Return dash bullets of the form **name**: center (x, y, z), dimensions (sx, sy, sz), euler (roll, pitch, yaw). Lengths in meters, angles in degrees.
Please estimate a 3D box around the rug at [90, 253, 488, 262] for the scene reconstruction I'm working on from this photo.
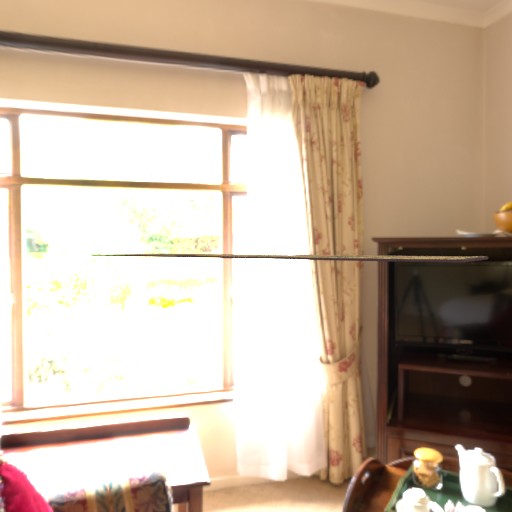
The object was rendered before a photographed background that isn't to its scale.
- **rug**: center (0.000, 0.000, 2.519), dimensions (2.283, 0.016, 0.602), euler (1, 1, 35)
